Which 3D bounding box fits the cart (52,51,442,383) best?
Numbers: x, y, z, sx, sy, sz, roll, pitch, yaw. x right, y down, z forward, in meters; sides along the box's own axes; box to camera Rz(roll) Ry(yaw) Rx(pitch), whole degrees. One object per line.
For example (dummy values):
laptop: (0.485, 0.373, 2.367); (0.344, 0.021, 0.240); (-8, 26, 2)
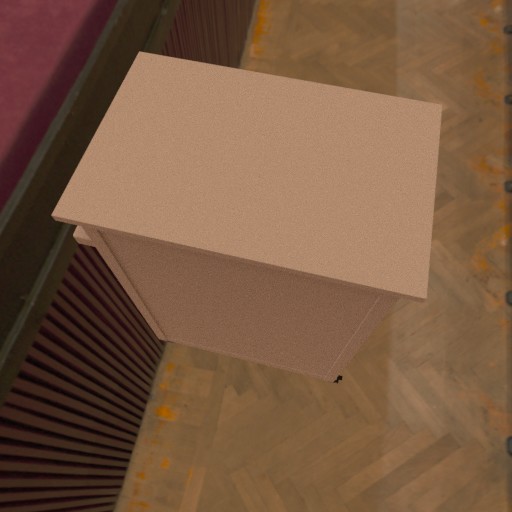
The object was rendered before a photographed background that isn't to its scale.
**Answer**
cart: (0.000, 0.000, 1.241); (0.683, 0.864, 0.442); (13, 64, 6)
